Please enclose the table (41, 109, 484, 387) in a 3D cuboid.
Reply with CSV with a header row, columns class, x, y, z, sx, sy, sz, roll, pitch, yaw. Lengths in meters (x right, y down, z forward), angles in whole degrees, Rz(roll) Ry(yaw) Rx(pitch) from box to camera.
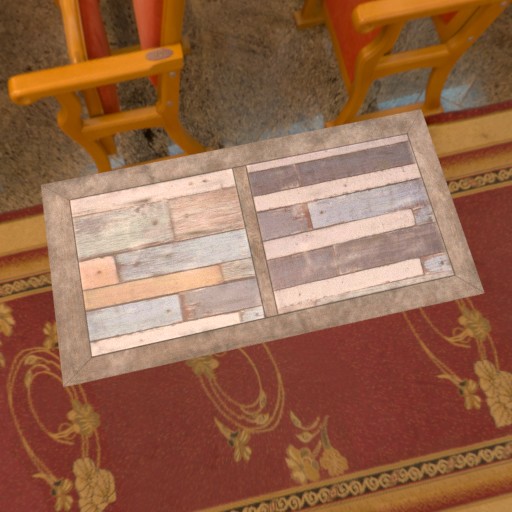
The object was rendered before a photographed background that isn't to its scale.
class,x,y,z,sx,sy,sz,roll,pitch,yaw
table,0.000,0.000,1.549,1.219,0.470,0.610,-12,77,-3
